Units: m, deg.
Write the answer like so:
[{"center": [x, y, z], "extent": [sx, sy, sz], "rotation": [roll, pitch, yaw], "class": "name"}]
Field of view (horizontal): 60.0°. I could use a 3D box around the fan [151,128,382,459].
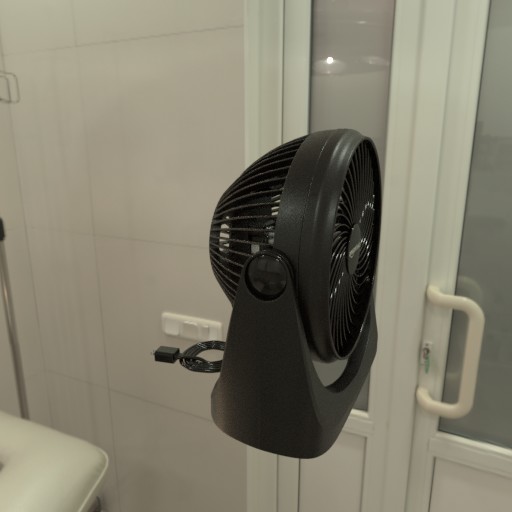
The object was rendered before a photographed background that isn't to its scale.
[{"center": [0.000, 0.000, 0.505], "extent": [0.256, 0.277, 0.273], "rotation": [7, 16, 25], "class": "fan"}]
